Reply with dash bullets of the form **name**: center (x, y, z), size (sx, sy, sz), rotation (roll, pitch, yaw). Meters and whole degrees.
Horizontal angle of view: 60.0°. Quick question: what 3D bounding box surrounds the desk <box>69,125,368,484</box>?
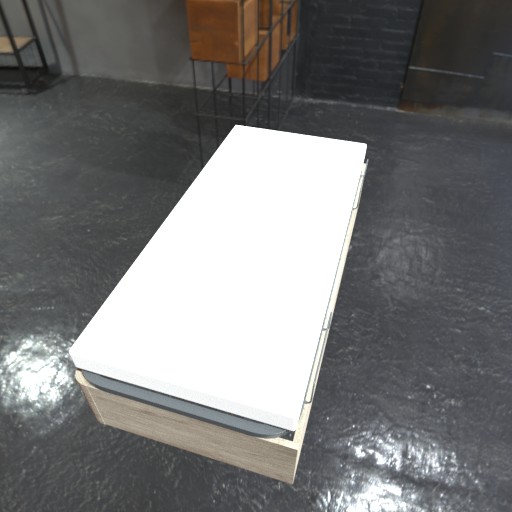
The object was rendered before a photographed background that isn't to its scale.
- **desk**: center (0.000, 0.000, 2.294), size (0.900, 0.455, 1.900), rotation (12, 44, 13)
